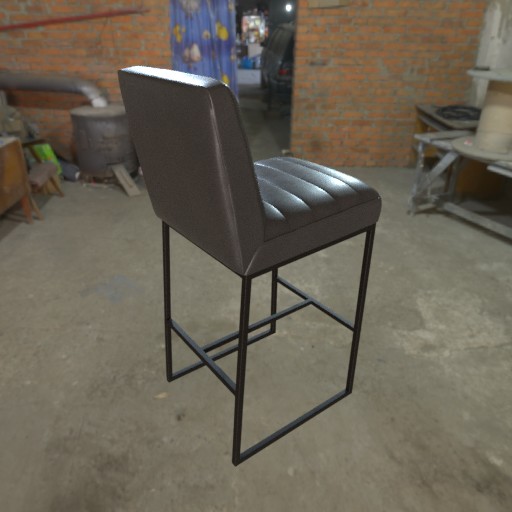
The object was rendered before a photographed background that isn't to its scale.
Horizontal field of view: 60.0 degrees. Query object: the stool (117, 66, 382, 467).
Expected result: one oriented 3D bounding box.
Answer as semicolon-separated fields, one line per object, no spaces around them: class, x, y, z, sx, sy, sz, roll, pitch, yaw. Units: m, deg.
stool;0.000;0.000;1.314;0.552;1.040;0.457;-19;33;-32
